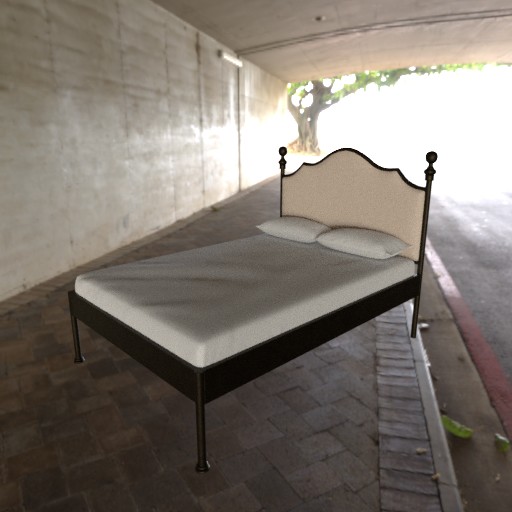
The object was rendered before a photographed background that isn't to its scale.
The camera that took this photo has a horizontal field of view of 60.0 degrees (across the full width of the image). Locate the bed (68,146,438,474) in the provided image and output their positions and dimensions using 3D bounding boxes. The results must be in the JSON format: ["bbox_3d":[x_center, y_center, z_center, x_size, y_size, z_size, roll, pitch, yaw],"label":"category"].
[{"bbox_3d":[0.000,0.000,3.154,2.170,1.462,1.533,-14,21,-42],"label":"bed"}]
